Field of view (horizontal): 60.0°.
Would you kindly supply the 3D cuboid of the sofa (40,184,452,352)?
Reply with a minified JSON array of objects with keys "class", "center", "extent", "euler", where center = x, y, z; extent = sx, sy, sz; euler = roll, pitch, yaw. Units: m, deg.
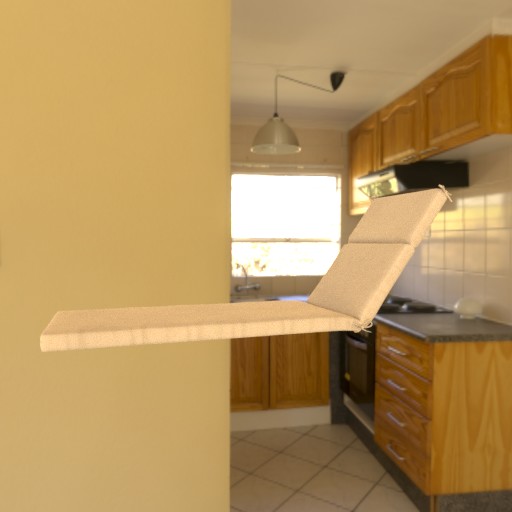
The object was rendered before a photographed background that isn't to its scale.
[{"class":"sofa","center":[0.000,0.000,1.940],"extent":[1.663,0.622,0.582],"euler":[-1,2,-19]}]
